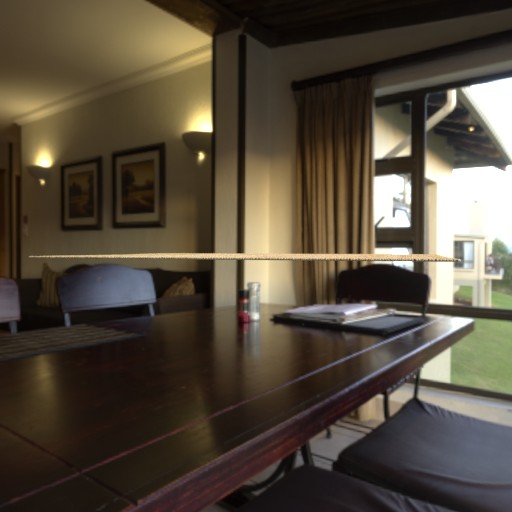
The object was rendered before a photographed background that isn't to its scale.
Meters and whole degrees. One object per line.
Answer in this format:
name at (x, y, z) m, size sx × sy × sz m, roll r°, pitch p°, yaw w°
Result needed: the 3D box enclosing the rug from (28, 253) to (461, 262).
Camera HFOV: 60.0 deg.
rug at (0.000, 0.000, 2.219) m, size 1.758 × 0.010 × 1.143 m, roll 0°, pitch 1°, yaw 18°
